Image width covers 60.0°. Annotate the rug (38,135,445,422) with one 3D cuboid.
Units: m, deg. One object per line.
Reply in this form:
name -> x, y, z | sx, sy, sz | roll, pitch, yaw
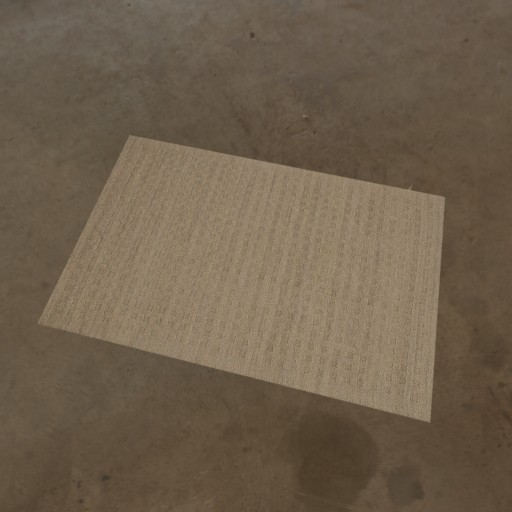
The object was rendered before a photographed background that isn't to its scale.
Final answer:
rug -> 0.000, 0.000, 2.161 | 1.752, 0.006, 1.142 | 12, 64, 6
